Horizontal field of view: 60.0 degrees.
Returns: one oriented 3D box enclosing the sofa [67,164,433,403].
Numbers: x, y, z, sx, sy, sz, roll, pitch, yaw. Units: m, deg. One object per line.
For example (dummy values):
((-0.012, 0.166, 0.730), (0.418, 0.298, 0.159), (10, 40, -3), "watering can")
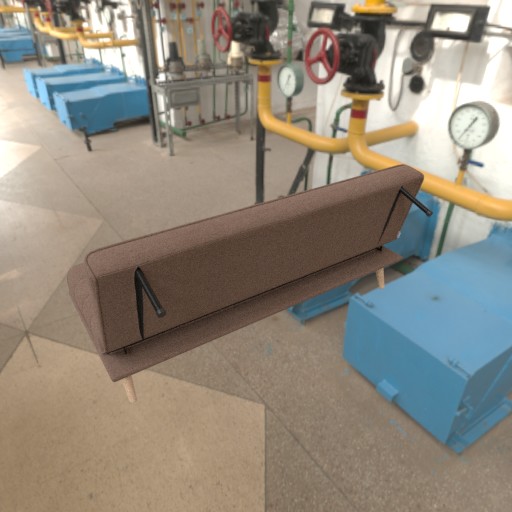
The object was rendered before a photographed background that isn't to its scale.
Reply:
((0.000, 0.000, 2.411), (1.820, 0.810, 1.038), (-19, 36, -28), "sofa")
